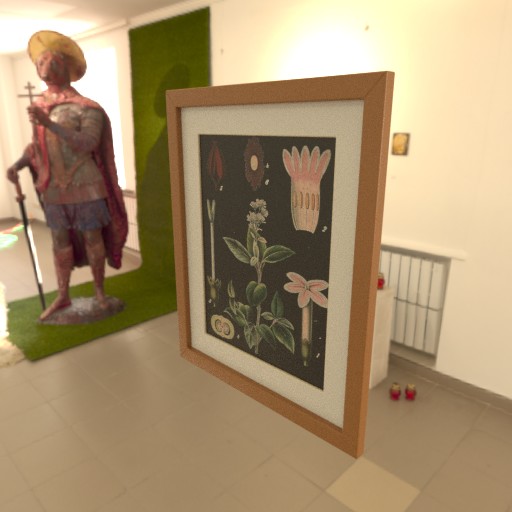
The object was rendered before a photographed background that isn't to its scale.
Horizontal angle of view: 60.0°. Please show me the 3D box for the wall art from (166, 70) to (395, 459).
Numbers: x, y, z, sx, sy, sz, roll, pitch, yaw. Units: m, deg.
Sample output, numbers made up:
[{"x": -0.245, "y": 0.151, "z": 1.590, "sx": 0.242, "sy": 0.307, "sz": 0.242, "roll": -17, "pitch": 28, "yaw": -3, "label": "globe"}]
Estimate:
[{"x": 0.000, "y": 0.000, "z": 0.519, "sx": 0.310, "sy": 0.379, "sz": 0.015, "roll": 16, "pitch": 22, "yaw": 42, "label": "wall art"}]
